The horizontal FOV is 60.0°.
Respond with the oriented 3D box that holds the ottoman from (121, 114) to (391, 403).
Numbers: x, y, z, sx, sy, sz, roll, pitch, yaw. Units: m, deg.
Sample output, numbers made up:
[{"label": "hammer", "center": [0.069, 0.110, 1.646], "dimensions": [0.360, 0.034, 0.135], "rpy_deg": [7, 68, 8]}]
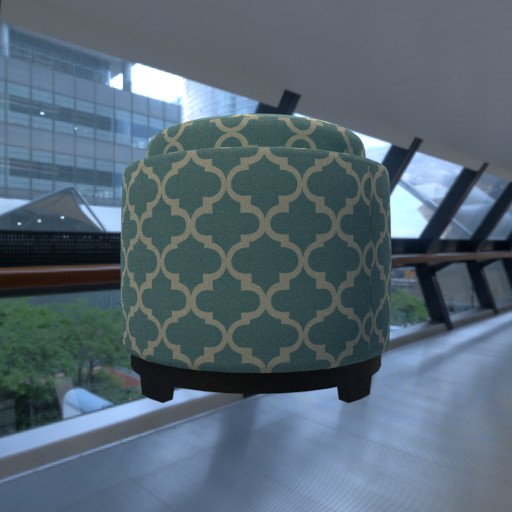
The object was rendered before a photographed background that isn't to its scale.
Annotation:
[{"label": "ottoman", "center": [0.000, 0.000, 0.822], "dimensions": [0.480, 0.429, 0.480], "rpy_deg": [0, 0, 0]}]
